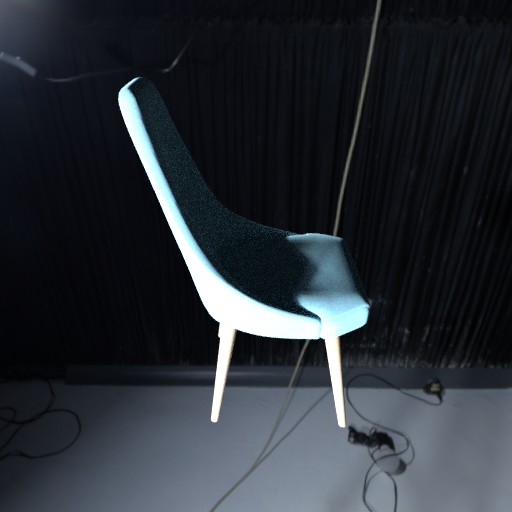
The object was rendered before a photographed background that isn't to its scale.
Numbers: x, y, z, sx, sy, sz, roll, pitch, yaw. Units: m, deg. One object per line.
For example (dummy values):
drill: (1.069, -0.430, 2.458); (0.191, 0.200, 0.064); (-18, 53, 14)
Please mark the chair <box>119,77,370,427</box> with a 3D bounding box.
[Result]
chair: (0.000, 0.000, 1.400); (0.660, 1.040, 0.510); (0, 31, -1)
